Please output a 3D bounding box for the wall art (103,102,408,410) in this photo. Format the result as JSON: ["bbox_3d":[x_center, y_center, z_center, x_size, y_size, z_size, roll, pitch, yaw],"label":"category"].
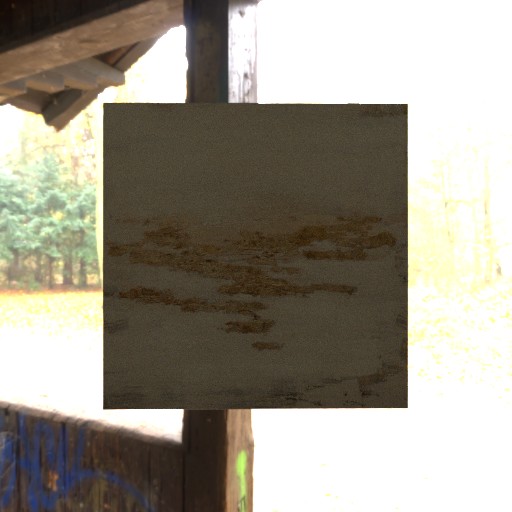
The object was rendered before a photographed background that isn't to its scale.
[{"bbox_3d":[0.000,0.000,1.490,1.015,1.018,0.040,0,0,-1],"label":"wall art"}]
